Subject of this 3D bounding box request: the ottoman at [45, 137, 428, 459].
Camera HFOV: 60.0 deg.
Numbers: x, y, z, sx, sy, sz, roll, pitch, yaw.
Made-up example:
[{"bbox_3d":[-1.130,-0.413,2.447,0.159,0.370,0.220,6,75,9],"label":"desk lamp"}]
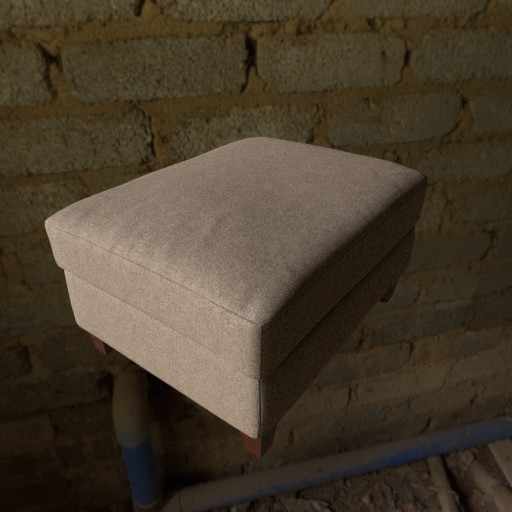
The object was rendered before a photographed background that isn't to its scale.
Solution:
[{"bbox_3d":[0.000,0.000,1.310,0.692,0.511,0.889,21,37,31],"label":"ottoman"}]
